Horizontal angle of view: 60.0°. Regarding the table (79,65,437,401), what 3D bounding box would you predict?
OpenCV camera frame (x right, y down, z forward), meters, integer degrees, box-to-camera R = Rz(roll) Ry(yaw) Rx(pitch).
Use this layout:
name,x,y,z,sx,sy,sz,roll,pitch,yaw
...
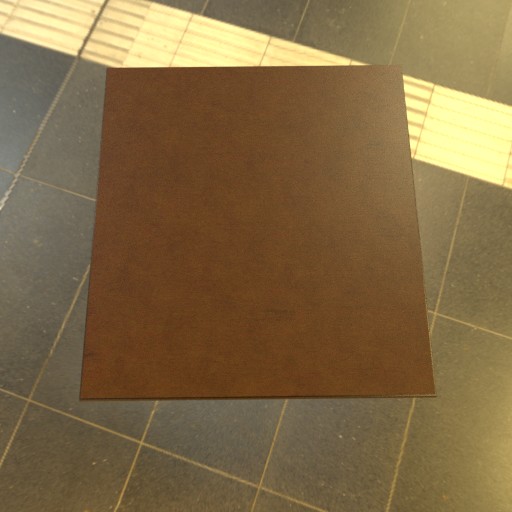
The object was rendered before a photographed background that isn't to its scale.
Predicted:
name,x,y,z,sx,sy,sz,roll,pitch,yaw
table,0.000,0.000,1.032,0.560,0.562,0.602,-1,76,0
